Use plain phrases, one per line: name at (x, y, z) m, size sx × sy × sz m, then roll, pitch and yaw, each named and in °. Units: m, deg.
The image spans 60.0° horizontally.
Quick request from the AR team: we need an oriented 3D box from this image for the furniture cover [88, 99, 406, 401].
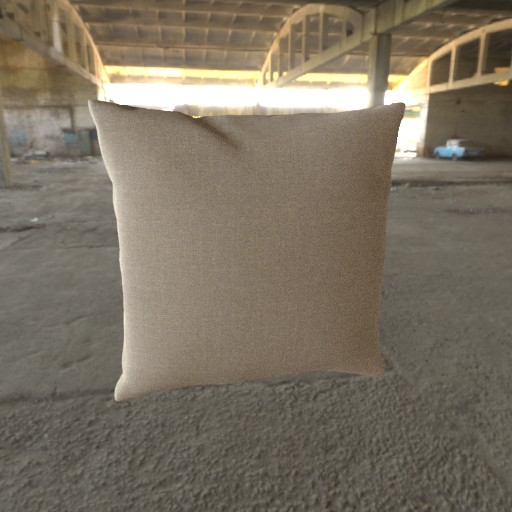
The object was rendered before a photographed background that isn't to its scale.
furniture cover at (0.000, 0.000, 0.648) m, size 0.431 × 0.431 × 0.139 m, roll -3°, pitch 15°, yaw -9°
